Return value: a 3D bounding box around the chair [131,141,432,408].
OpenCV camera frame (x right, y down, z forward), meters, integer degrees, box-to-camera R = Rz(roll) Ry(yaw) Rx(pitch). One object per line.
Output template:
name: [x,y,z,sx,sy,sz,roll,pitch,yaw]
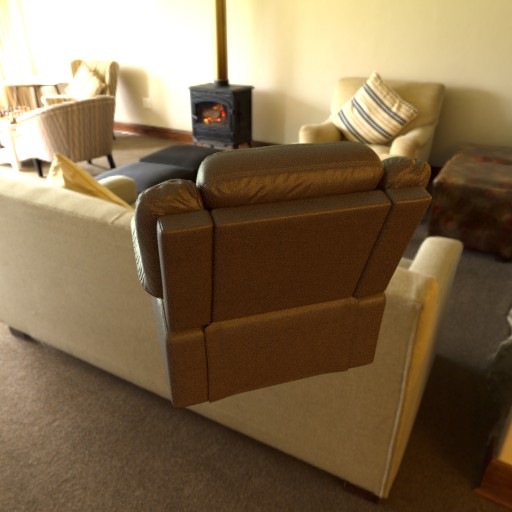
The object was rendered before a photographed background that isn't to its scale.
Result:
chair: [0.000,0.000,1.728,0.899,1.009,0.934,-8,29,-15]
